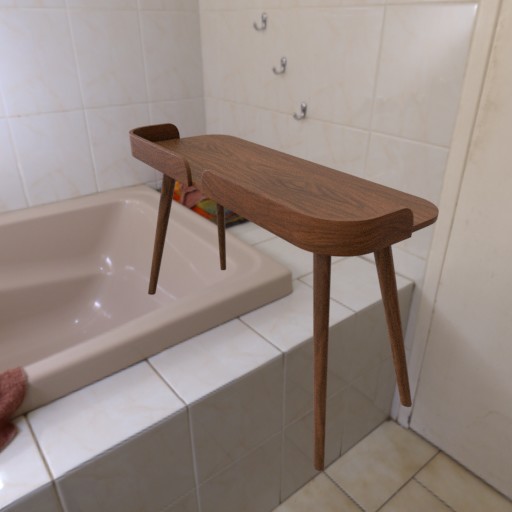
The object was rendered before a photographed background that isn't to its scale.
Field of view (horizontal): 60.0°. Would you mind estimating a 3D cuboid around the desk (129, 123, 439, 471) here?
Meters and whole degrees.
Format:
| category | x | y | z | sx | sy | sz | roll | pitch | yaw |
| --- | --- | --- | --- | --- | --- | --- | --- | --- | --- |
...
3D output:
| category | x | y | z | sx | sy | sz | roll | pitch | yaw |
| --- | --- | --- | --- | --- | --- | --- | --- | --- | --- |
| desk | 0.000 | 0.000 | 1.695 | 0.486 | 0.800 | 1.256 | -19 | 33 | -31 |
